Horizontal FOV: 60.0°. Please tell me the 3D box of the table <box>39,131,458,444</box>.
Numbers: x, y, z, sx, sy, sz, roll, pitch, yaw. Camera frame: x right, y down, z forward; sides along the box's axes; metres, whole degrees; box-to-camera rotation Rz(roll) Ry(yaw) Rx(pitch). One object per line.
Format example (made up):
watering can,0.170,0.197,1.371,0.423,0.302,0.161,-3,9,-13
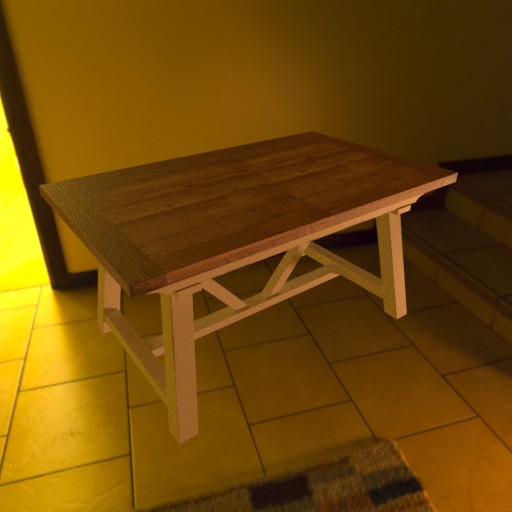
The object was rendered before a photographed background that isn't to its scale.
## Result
table,0.000,0.000,2.040,1.503,0.743,0.922,-20,35,-31
